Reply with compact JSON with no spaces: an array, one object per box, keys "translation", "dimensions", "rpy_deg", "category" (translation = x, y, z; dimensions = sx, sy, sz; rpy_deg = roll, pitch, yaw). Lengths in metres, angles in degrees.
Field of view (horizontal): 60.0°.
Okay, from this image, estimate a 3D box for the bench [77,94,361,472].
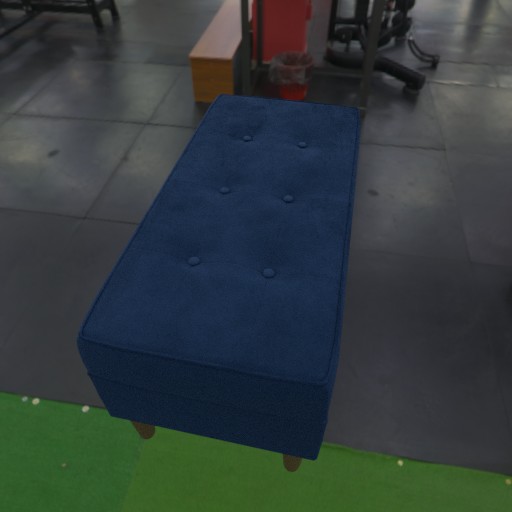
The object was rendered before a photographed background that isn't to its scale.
[{"translation":[0.000,0.000,1.263],"dimensions":[0.489,0.467,1.010],"rpy_deg":[9,46,8],"category":"bench"}]
